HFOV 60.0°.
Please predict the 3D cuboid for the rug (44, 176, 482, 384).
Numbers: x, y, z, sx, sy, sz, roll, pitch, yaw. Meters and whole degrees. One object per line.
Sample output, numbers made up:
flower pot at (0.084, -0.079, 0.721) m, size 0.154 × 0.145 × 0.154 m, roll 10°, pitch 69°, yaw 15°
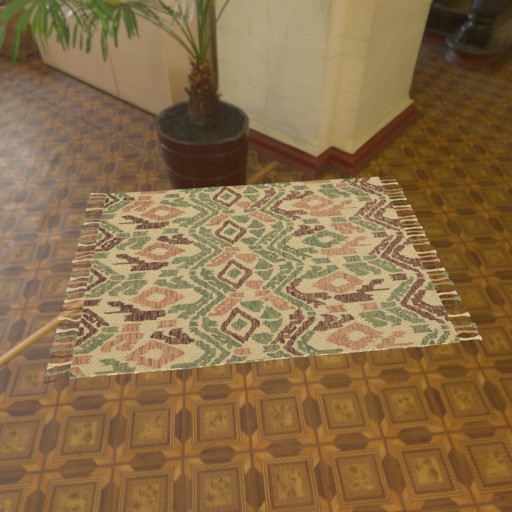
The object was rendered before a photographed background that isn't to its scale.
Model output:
rug at (0.000, 0.000, 2.231) m, size 1.829 × 0.010 × 1.219 m, roll -4°, pitch 46°, yaw -4°
